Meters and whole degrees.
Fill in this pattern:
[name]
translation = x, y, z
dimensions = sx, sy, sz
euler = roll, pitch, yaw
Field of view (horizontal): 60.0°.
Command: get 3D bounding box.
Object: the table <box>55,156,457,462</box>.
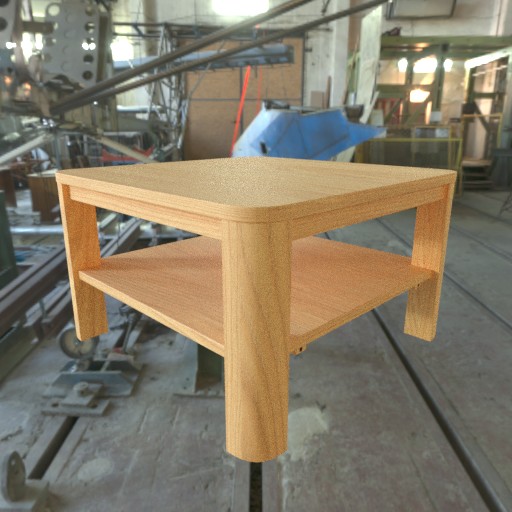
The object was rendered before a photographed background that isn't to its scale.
[table]
translation = 0.000, 0.000, 1.186
dimensions = 0.750, 0.450, 0.750
euler = 16, 23, 43
